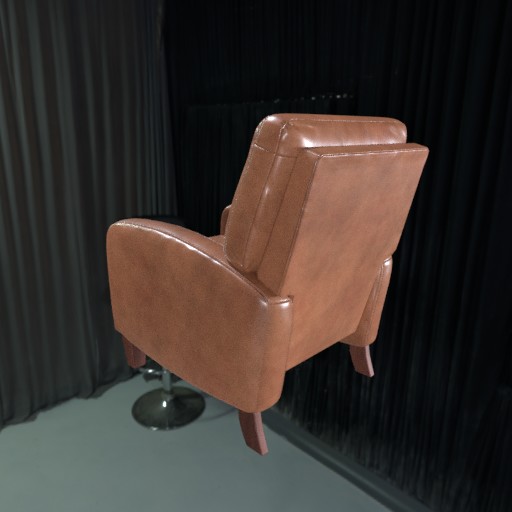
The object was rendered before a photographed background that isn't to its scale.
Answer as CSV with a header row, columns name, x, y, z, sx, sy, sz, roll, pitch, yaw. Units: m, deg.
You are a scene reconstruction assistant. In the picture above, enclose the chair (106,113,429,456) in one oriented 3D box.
name,x,y,z,sx,sy,sz,roll,pitch,yaw
chair,0.000,0.000,1.664,0.990,0.990,0.762,15,22,42
